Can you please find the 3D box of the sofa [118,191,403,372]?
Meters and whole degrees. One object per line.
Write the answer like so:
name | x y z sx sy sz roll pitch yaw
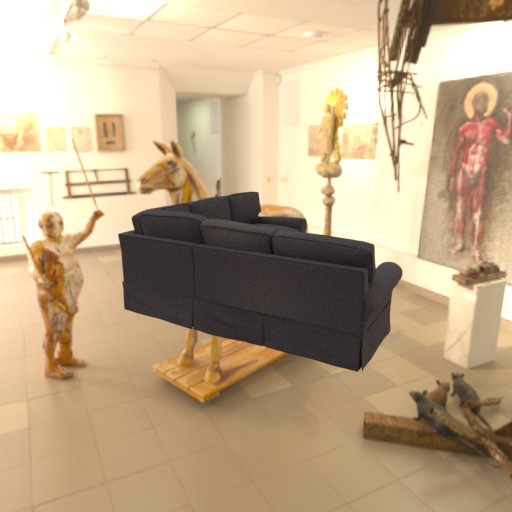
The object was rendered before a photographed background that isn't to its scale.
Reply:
sofa | 0.000 0.000 5.125 2.874 1.169 3.773 -8 17 -27
